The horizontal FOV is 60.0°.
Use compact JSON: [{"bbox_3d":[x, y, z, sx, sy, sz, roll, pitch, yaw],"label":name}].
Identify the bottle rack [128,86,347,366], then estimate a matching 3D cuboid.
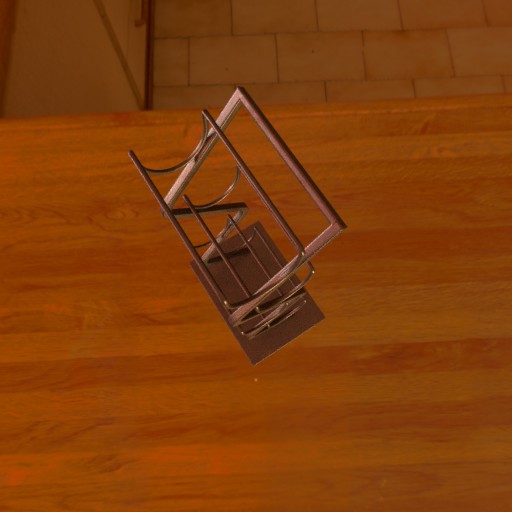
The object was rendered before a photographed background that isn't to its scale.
[{"bbox_3d":[0.000,0.000,0.670,0.178,0.559,0.254,-32,77,-8],"label":"bottle rack"}]
